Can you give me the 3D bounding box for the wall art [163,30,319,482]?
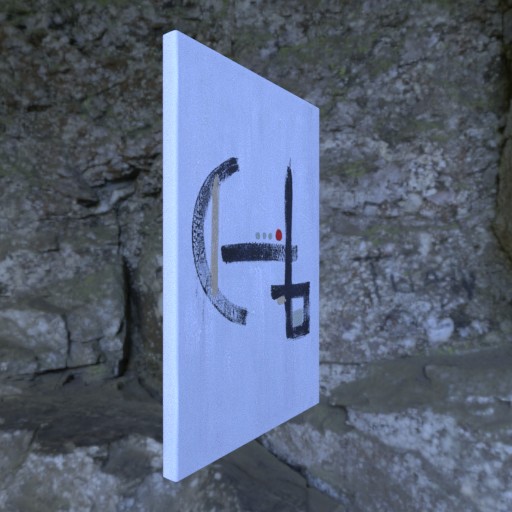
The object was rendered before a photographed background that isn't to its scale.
[{"bbox_3d":[0.000,0.000,1.148,0.048,0.916,0.602,0,0,37],"label":"wall art"}]
